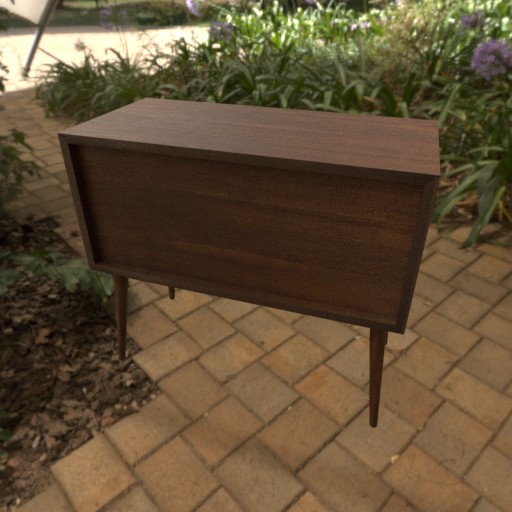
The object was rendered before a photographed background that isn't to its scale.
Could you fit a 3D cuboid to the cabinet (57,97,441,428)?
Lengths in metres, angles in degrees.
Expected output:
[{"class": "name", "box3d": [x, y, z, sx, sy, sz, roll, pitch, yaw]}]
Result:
[{"class": "cabinet", "box3d": [0.000, 0.000, 1.125, 0.743, 0.654, 0.354, 10, 33, 16]}]
